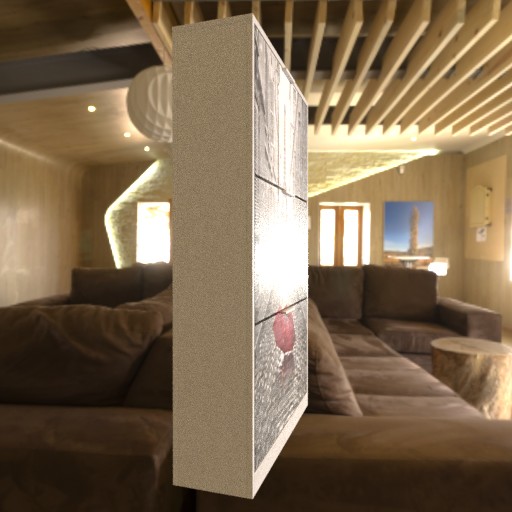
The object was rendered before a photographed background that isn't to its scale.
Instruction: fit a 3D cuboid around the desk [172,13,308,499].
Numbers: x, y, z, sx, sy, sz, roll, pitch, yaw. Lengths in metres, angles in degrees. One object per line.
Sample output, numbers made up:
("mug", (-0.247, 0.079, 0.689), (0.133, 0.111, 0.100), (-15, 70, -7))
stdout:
("desk", (0.000, 0.000, 1.558), (0.250, 1.280, 0.750), (0, 1, 18))
